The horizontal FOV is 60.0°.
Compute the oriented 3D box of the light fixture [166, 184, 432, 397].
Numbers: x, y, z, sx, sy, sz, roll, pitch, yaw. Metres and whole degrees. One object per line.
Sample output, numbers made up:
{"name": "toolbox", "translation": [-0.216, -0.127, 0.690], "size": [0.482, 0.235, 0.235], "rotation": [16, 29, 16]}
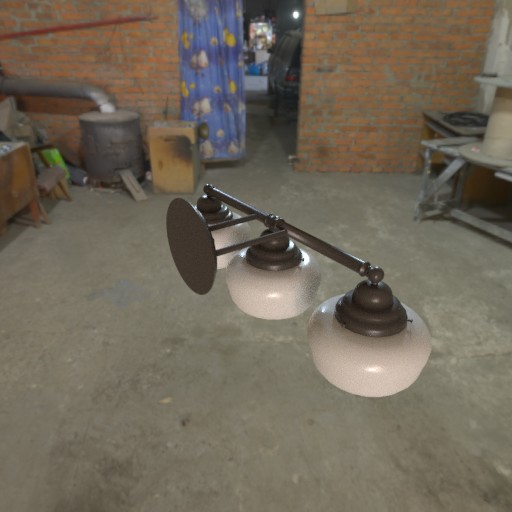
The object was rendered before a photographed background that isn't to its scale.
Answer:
{"name": "light fixture", "translation": [0.000, 0.000, 0.721], "size": [0.239, 0.242, 0.587], "rotation": [-18, 32, -31]}
